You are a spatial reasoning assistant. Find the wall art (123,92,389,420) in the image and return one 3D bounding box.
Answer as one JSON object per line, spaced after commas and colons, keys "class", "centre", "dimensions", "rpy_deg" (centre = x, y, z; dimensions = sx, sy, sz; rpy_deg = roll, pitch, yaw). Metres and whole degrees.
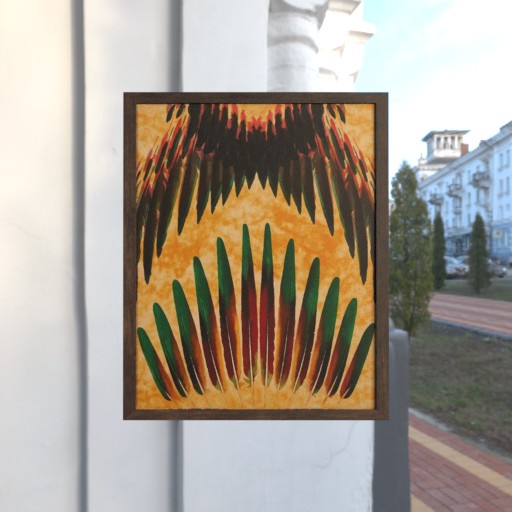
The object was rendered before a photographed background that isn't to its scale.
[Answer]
{"class": "wall art", "centre": [0.000, 0.000, 0.561], "dimensions": [0.329, 0.406, 0.027], "rpy_deg": [0, 0, 0]}
